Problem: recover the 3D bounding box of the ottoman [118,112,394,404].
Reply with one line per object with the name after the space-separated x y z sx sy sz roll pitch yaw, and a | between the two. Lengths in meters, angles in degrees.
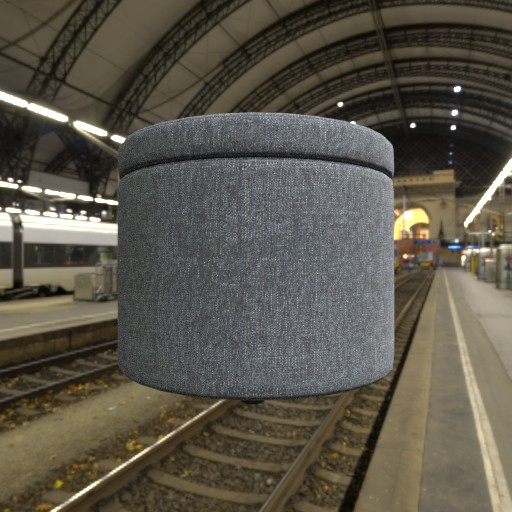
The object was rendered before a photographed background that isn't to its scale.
0.000 0.000 0.838 0.500 0.419 0.500 0 0 0 | ottoman
